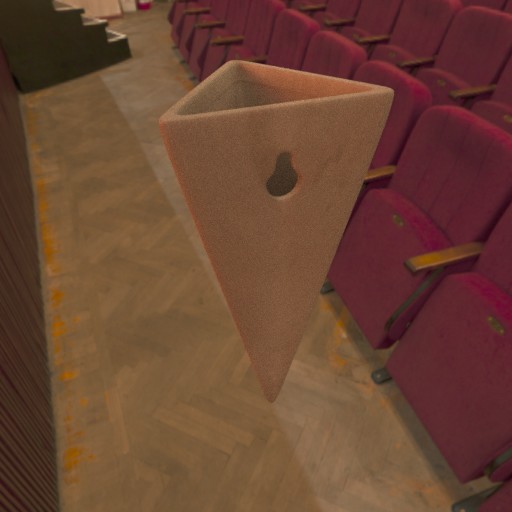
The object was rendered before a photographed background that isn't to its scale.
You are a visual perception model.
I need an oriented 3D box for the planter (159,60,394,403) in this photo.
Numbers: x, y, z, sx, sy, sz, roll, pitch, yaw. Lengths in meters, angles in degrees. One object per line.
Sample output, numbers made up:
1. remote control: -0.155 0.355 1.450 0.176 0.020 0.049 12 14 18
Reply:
1. planter: 0.000 0.000 0.278 0.101 0.224 0.081 -12 43 -13
